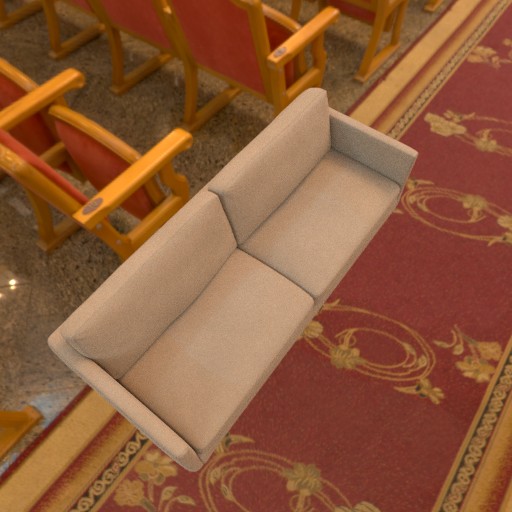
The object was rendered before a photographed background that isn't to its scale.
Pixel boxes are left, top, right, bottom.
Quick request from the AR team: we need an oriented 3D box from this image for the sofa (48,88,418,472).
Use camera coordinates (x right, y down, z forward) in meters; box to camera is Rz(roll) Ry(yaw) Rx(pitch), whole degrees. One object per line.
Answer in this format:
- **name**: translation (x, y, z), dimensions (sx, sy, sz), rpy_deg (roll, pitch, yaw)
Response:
- **sofa**: translation (0.000, 0.000, 2.835), dimensions (0.988, 0.912, 2.404), rpy_deg (33, 65, 18)
